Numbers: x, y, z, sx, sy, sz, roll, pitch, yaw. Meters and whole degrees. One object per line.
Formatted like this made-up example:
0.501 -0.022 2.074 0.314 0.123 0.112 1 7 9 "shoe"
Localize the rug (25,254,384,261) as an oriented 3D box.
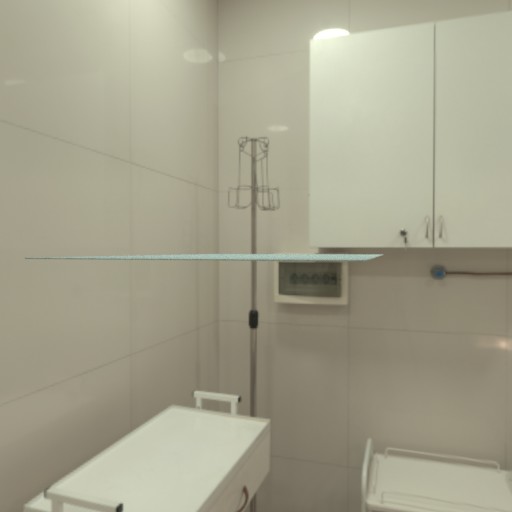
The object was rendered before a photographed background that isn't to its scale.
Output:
0.000 0.000 3.730 1.982 0.006 2.895 0 1 18 "rug"
